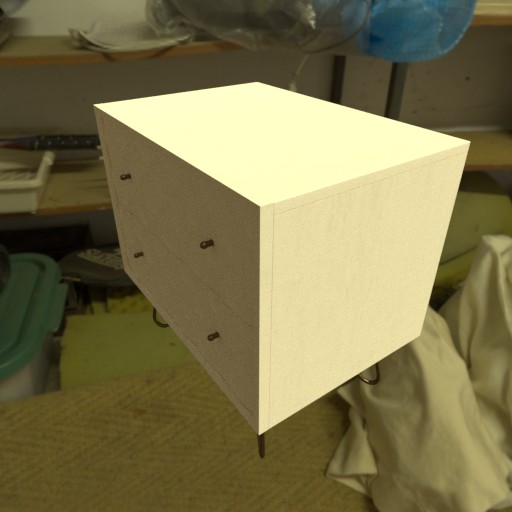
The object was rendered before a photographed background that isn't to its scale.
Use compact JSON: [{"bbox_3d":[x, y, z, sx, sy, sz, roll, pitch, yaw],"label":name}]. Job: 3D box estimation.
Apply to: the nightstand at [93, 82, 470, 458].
[{"bbox_3d":[0.000,0.000,1.002,0.447,0.604,0.614,-21,37,-29],"label":"nightstand"}]
